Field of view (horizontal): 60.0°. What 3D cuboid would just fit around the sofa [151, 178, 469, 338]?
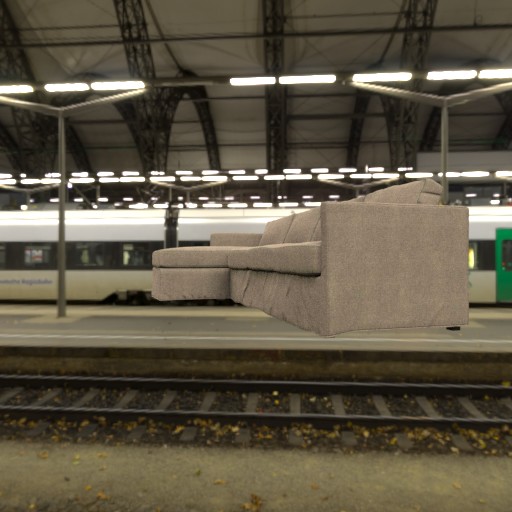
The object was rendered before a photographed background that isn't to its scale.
[{"bbox_3d":[0.000,0.000,3.864,1.650,0.922,3.205,0,0,-17],"label":"sofa"}]
